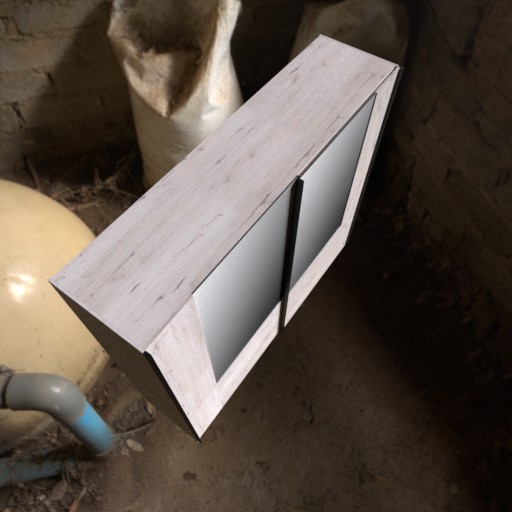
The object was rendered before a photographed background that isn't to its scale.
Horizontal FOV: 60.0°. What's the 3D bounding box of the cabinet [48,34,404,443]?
[{"bbox_3d":[0.000,0.000,3.480,0.660,2.180,2.500,31,63,18],"label":"cabinet"}]
